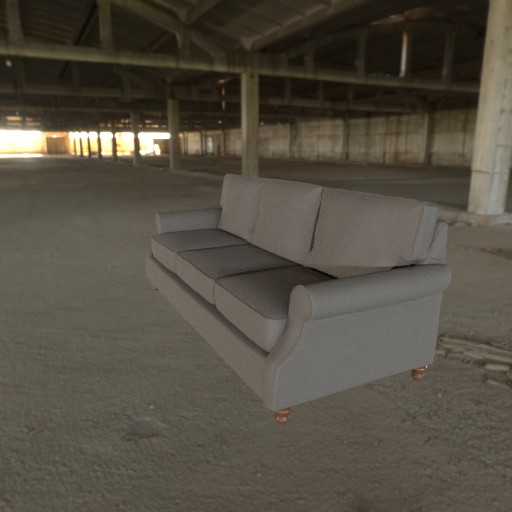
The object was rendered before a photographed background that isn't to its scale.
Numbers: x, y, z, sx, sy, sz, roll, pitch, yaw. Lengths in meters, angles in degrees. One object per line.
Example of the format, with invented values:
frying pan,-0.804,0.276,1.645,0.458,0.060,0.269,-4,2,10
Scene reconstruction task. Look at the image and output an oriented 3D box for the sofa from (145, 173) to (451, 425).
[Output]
sofa,0.000,0.000,2.875,0.966,0.948,2.353,-7,16,-26
